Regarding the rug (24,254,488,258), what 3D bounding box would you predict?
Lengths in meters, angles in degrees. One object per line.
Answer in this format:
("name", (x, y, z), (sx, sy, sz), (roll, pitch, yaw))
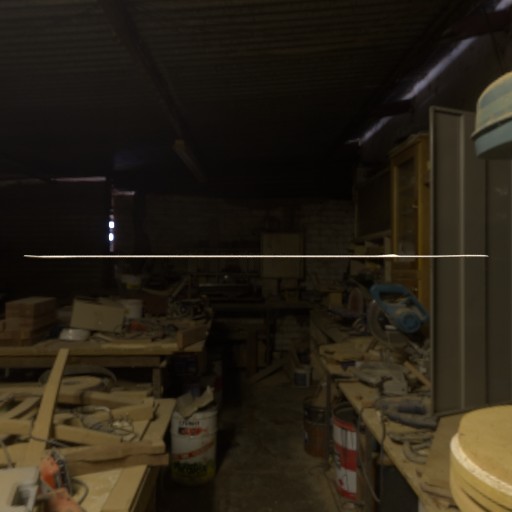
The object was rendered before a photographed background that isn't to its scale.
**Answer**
("rug", (0.000, 0.000, 3.060), (2.434, 0.023, 1.518), (0, 0, -1))
